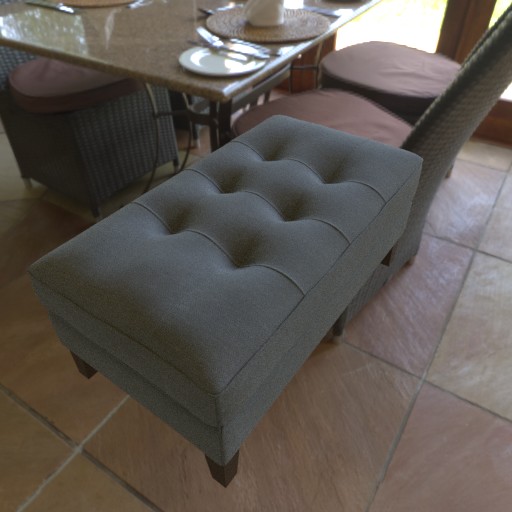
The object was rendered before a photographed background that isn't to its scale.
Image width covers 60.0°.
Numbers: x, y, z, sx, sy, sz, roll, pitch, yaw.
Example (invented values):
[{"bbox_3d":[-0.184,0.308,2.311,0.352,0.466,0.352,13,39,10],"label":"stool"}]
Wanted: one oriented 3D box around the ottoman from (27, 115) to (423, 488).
[{"bbox_3d":[0.000,0.000,1.442,0.648,0.514,1.143,26,48,26],"label":"ottoman"}]
